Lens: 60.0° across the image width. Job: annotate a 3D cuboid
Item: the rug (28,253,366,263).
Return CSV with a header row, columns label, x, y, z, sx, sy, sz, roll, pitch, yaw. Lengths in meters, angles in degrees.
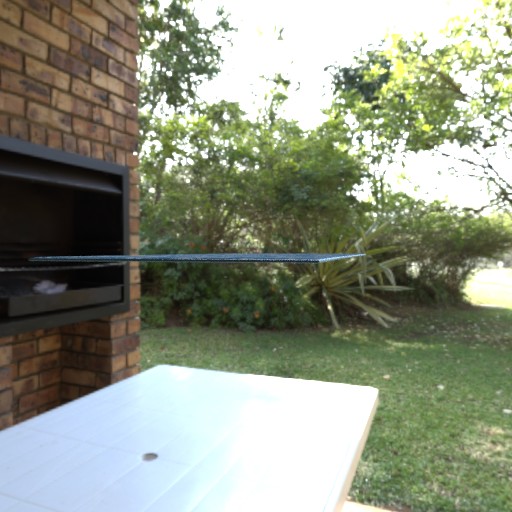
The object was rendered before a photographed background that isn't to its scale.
label,x,y,z,sx,sy,sz,roll,pitch,yaw
rug,0.000,0.000,1.404,0.604,0.007,1.219,0,1,18
